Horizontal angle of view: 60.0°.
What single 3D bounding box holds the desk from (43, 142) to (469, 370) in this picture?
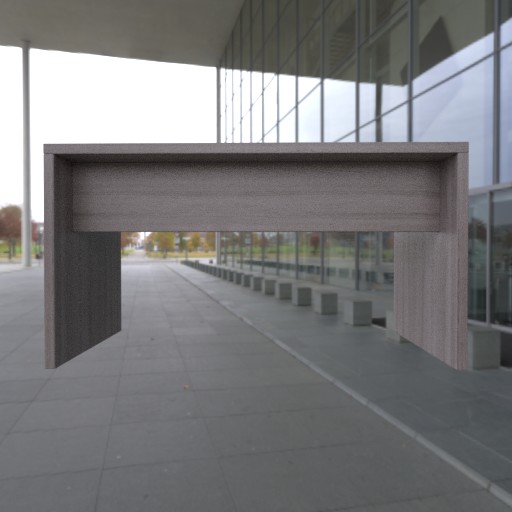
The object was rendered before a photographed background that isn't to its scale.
[{"bbox_3d":[0.000,0.000,1.786,1.380,0.745,0.690,0,1,1],"label":"desk"}]
